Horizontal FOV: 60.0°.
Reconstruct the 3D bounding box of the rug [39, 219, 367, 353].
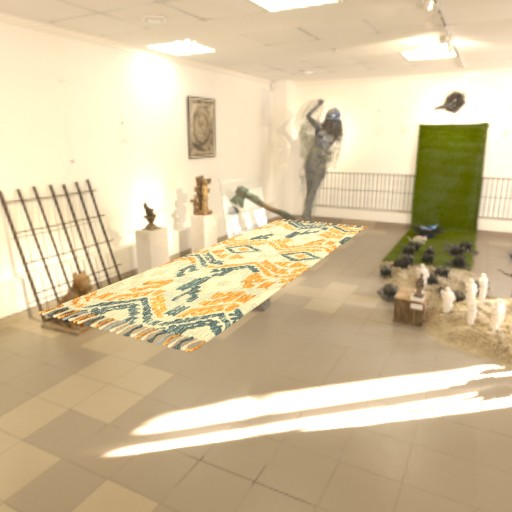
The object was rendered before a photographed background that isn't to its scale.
[{"bbox_3d":[0.000,0.000,2.700,0.783,0.010,2.437,8,17,26],"label":"rug"}]
